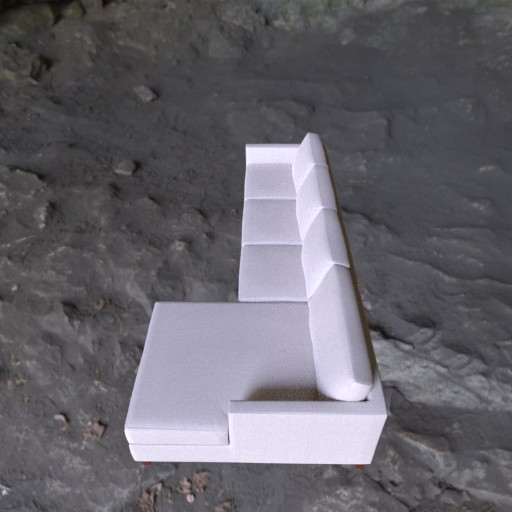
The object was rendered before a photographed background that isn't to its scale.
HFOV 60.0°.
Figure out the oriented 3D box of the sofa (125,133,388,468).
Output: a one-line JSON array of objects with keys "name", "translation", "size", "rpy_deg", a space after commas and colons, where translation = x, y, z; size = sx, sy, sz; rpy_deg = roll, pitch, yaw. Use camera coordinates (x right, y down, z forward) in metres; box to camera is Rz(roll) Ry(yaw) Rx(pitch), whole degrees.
[{"name": "sofa", "translation": [0.000, 0.000, 4.032], "size": [1.599, 0.954, 3.471], "rpy_deg": [0, 40, 1]}]
